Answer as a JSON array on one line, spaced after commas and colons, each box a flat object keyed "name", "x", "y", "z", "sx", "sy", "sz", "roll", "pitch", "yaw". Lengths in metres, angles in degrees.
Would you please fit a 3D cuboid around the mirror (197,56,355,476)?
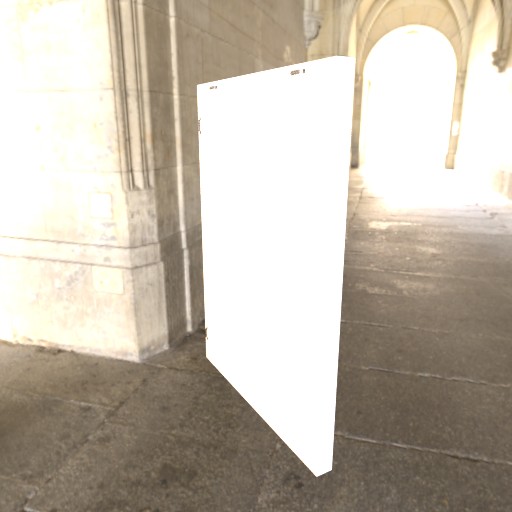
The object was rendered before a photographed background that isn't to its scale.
[{"name": "mirror", "x": 0.000, "y": 0.000, "z": 0.933, "sx": 0.040, "sy": 0.710, "sz": 0.507, "roll": -9, "pitch": 18, "yaw": -28}]
